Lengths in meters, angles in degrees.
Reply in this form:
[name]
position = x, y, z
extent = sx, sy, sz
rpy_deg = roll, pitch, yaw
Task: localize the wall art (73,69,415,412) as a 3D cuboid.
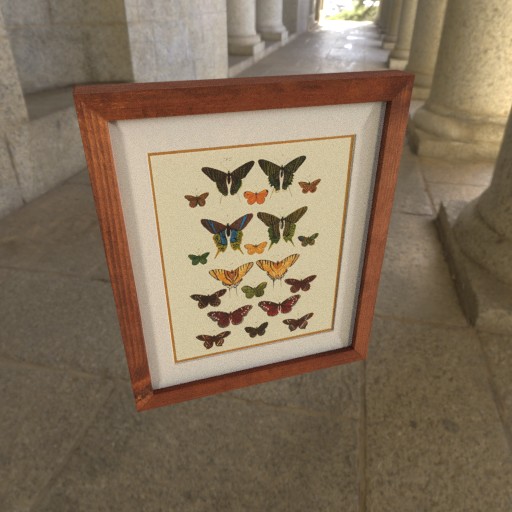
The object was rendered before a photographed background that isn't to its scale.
[wall art]
position = 0.000, 0.000, 0.601
extent = 0.377, 0.449, 0.039
rpy_deg = -9, 32, -15
